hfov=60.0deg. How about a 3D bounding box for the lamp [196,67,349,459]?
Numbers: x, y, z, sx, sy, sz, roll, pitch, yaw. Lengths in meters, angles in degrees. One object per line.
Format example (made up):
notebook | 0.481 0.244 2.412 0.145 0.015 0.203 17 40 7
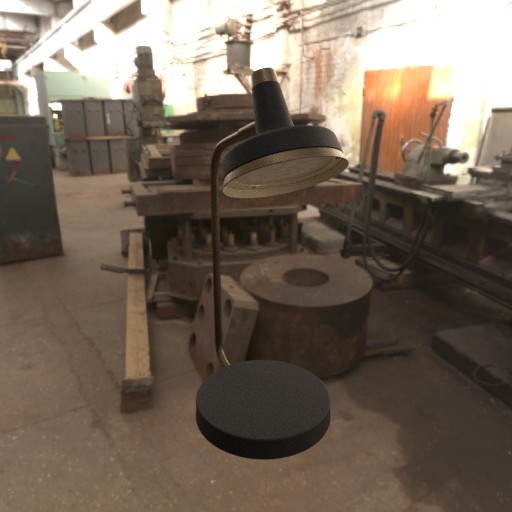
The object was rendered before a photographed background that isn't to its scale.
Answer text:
lamp | 0.000 0.000 0.493 0.162 0.385 0.218 -10 20 -29
